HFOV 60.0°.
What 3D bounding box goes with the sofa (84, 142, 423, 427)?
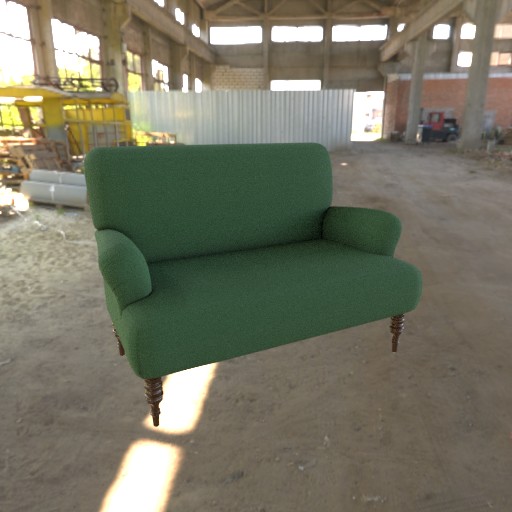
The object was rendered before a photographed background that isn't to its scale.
[{"bbox_3d":[0.000,0.000,1.869,1.297,0.889,0.779,-9,18,-27],"label":"sofa"}]
